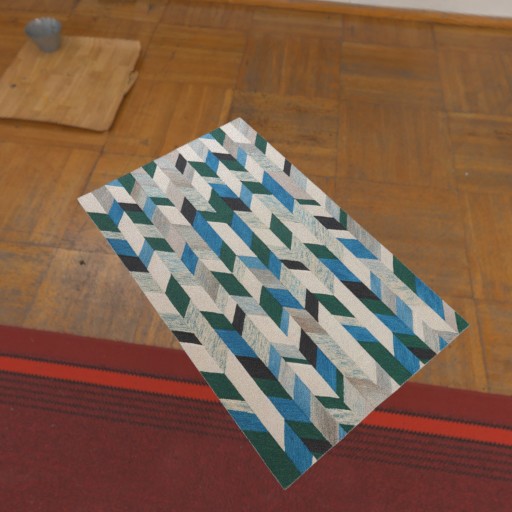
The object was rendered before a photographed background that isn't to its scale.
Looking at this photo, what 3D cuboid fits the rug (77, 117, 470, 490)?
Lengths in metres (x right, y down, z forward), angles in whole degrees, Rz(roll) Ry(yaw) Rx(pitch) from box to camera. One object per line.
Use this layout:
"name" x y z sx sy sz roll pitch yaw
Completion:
"rug" 0.000 0.000 3.022 1.507 0.007 2.433 -33 62 -19
